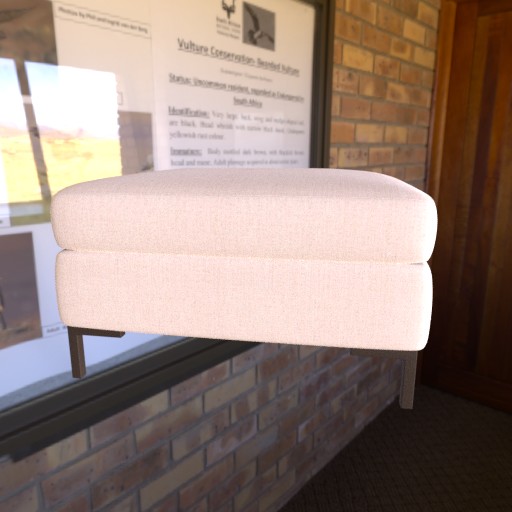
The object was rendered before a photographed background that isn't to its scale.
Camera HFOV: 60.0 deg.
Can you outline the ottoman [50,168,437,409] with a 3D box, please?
[{"bbox_3d":[0.000,0.000,1.185,0.794,0.453,0.657,2,14,9],"label":"ottoman"}]
